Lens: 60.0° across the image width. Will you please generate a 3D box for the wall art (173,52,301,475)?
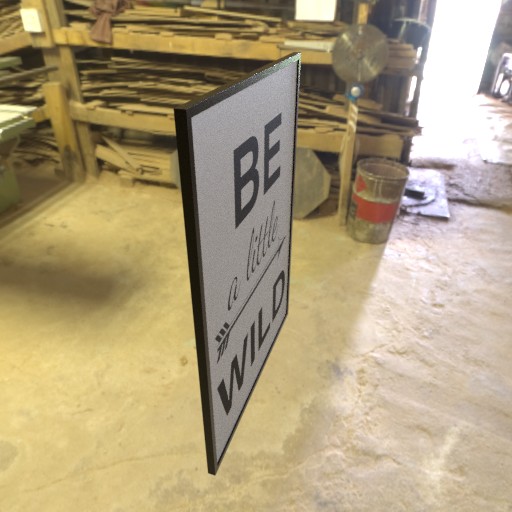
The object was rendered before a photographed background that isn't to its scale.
[{"bbox_3d":[0.000,0.000,0.751,0.013,0.582,0.442,10,33,16],"label":"wall art"}]
